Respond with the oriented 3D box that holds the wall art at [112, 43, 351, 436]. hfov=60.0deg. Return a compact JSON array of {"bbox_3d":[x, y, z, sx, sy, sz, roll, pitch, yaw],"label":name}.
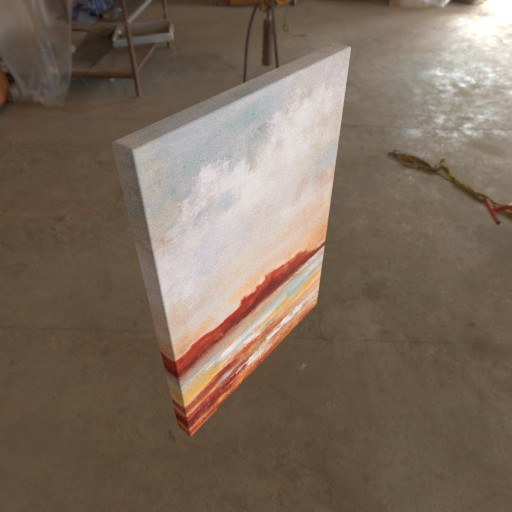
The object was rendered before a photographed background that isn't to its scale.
[{"bbox_3d":[0.000,0.000,0.784,0.035,0.605,0.443,28,49,28],"label":"wall art"}]
